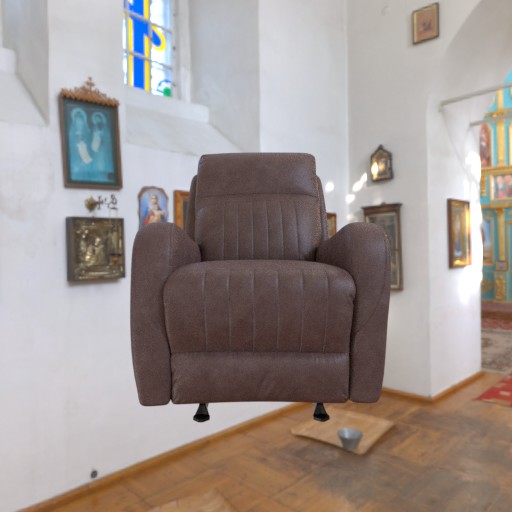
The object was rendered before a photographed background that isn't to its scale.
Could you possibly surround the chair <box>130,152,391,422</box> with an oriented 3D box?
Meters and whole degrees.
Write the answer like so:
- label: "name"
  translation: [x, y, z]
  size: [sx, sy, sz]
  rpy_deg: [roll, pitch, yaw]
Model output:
- label: "chair"
  translation: [0.000, 0.000, 1.867]
  size: [0.865, 1.067, 1.067]
  rpy_deg: [0, -1, -1]
